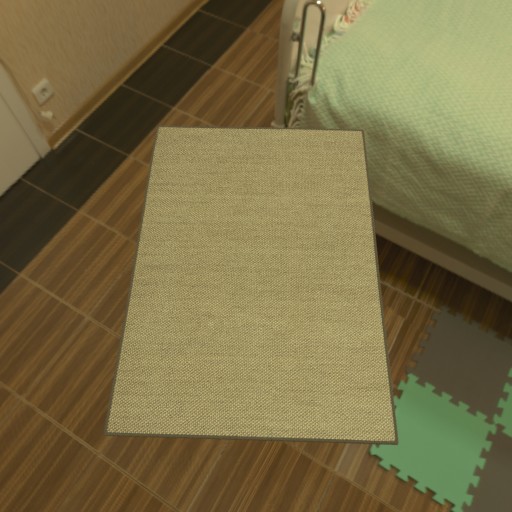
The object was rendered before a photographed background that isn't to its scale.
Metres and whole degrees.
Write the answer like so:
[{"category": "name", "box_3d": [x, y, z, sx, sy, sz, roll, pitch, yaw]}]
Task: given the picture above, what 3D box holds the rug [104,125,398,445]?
[{"category": "rug", "box_3d": [0.000, 0.000, 2.764, 1.523, 0.012, 2.133, 1, 62, 1]}]
